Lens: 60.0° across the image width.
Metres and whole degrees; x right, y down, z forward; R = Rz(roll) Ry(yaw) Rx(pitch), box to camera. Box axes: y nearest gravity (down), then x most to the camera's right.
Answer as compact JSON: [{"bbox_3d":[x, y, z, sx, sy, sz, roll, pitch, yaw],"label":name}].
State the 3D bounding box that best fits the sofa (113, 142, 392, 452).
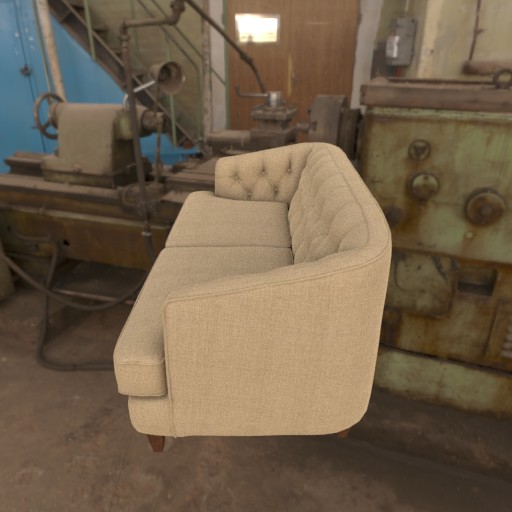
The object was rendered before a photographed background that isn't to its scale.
[{"bbox_3d":[0.000,0.000,2.195,0.941,0.855,1.733,1,27,1],"label":"sofa"}]
